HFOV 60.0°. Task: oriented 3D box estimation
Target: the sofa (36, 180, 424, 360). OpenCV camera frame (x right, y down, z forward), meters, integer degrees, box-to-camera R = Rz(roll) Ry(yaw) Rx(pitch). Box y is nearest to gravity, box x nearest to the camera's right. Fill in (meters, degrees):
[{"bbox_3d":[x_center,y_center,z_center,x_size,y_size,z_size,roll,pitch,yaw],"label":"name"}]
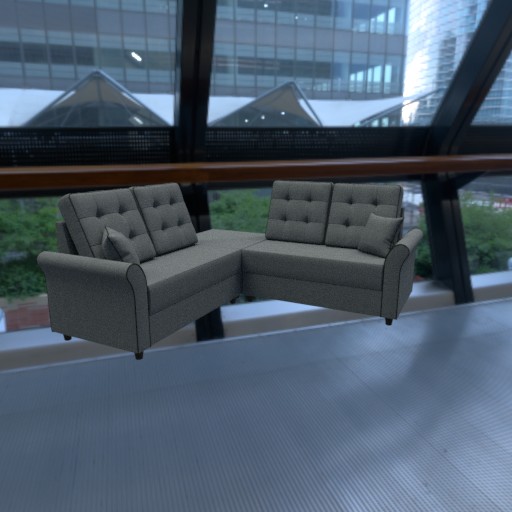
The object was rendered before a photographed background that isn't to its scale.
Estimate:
[{"bbox_3d":[0.000,0.000,3.260,2.070,0.988,2.068,7,15,26],"label":"sofa"}]
